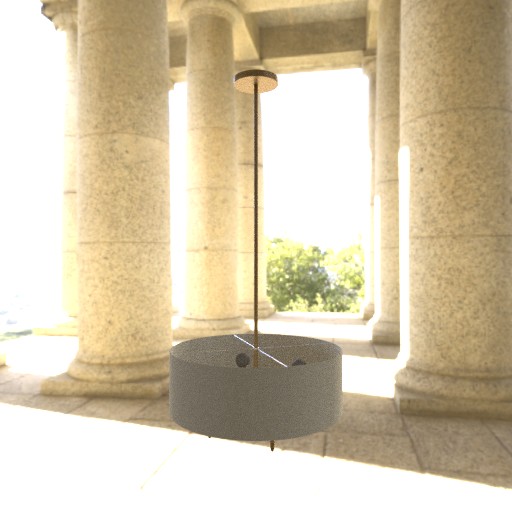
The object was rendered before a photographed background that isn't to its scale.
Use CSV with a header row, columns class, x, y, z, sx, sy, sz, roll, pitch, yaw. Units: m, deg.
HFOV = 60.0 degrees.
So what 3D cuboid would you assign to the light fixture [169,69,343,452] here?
class,x,y,z,sx,sy,sz,roll,pitch,yaw
light fixture,0.000,0.000,1.329,0.508,1.067,0.508,0,-1,0
